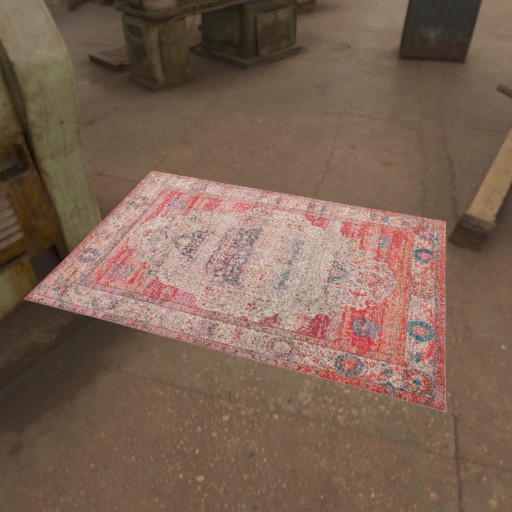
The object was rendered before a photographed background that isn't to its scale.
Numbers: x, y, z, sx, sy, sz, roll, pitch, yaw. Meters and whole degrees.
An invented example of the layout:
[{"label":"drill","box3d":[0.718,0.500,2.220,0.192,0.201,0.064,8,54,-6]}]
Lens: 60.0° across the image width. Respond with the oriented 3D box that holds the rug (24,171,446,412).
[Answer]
[{"label":"rug","box3d":[0.000,0.000,2.242,1.829,0.006,1.219,12,42,14]}]
